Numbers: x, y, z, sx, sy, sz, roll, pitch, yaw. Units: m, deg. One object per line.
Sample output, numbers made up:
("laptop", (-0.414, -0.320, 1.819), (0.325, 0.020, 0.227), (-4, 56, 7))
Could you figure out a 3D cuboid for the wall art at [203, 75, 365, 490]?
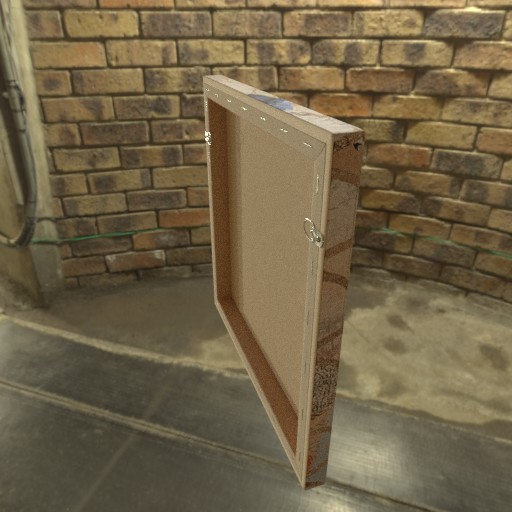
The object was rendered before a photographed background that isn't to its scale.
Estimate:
("wall art", (0.000, 0.000, 0.731), (0.038, 0.508, 0.507), (-9, 29, -17))
